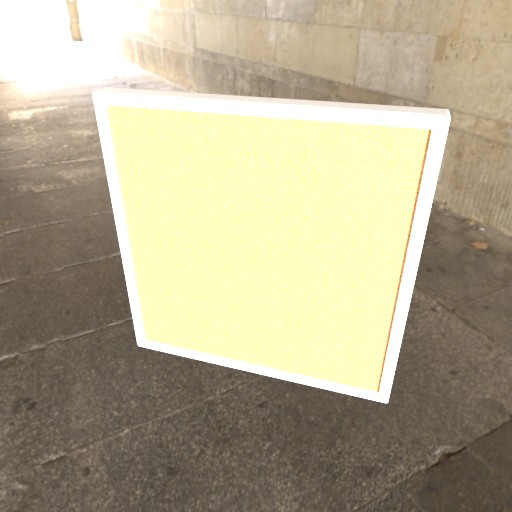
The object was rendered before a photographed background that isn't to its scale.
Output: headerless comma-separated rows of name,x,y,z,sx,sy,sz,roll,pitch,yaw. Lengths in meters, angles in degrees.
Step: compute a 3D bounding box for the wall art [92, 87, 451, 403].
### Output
wall art,0.000,0.000,0.748,0.508,0.508,0.038,9,32,15
